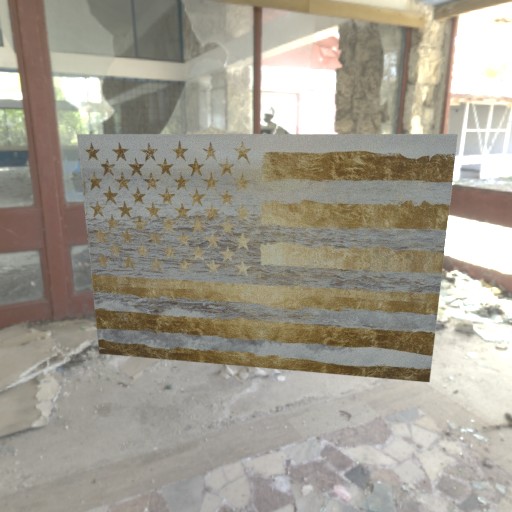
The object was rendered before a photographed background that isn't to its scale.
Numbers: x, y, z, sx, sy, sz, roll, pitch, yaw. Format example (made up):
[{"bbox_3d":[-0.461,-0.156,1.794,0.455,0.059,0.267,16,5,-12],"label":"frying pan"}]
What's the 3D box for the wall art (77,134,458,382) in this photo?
[{"bbox_3d":[0.000,0.000,0.768,0.606,0.407,0.041,3,15,9],"label":"wall art"}]
